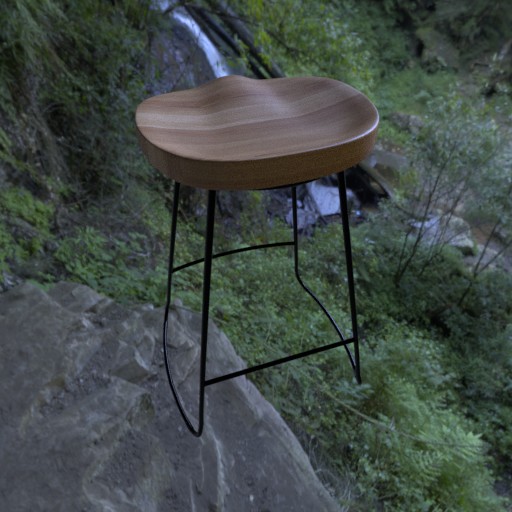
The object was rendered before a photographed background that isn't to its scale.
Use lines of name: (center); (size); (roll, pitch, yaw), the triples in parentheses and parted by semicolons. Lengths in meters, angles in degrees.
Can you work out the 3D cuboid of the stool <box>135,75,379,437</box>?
stool: (0.000, 0.000, 0.959); (0.480, 0.679, 0.401); (-13, 44, -14)
